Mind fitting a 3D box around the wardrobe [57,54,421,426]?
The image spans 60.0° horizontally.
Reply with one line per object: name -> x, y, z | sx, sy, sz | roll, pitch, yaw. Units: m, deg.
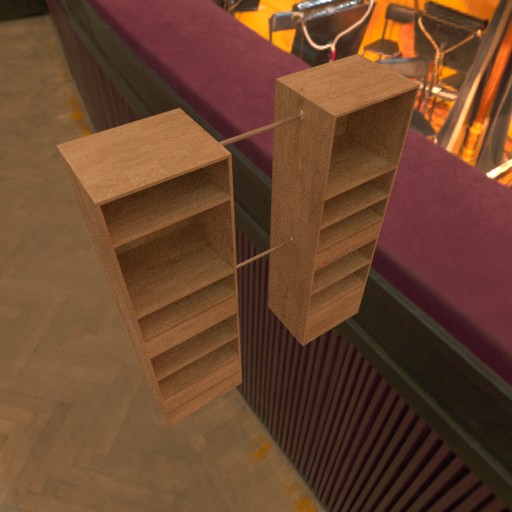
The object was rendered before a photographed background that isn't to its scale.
wardrobe -> 0.000, 0.000, 2.853 | 1.770, 2.000, 0.480 | -26, 51, -23
